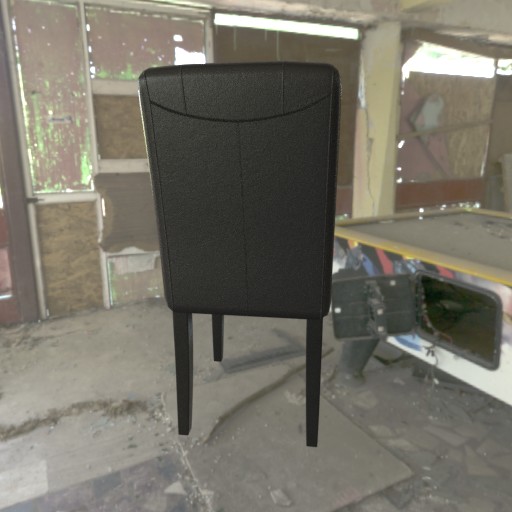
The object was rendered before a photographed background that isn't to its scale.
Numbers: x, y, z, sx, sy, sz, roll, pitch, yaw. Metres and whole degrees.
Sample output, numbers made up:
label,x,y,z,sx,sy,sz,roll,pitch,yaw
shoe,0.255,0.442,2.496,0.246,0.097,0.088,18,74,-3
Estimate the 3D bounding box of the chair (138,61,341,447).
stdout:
label,x,y,z,sx,sy,sz,roll,pitch,yaw
chair,0.000,0.000,1.206,0.399,0.897,0.556,2,14,8
